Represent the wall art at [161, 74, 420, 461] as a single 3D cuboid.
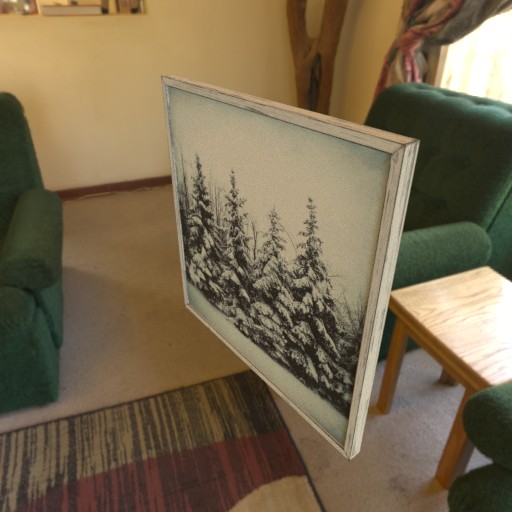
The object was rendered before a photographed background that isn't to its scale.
[{"bbox_3d":[0.000,0.000,1.117,0.037,0.761,0.761,-22,38,-32],"label":"wall art"}]
